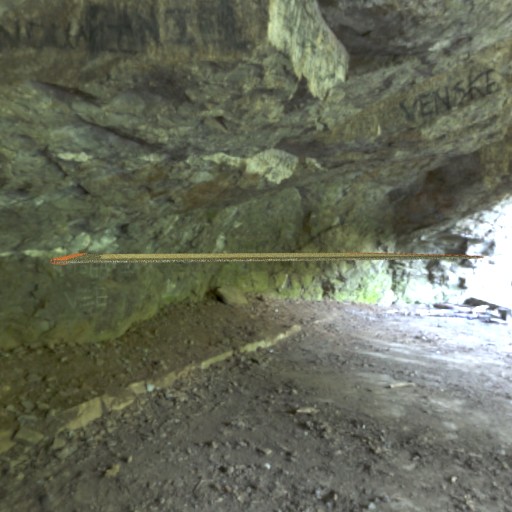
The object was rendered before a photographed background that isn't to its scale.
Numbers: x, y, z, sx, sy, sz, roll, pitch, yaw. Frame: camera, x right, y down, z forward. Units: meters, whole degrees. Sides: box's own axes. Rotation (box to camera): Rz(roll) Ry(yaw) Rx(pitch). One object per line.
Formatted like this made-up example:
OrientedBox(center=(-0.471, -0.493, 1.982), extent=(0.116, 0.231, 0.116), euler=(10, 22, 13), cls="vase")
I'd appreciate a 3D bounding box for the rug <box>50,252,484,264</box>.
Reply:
OrientedBox(center=(0.000, 0.000, 2.317), extent=(1.838, 0.019, 1.220), euler=(0, 1, -18), cls="rug")
